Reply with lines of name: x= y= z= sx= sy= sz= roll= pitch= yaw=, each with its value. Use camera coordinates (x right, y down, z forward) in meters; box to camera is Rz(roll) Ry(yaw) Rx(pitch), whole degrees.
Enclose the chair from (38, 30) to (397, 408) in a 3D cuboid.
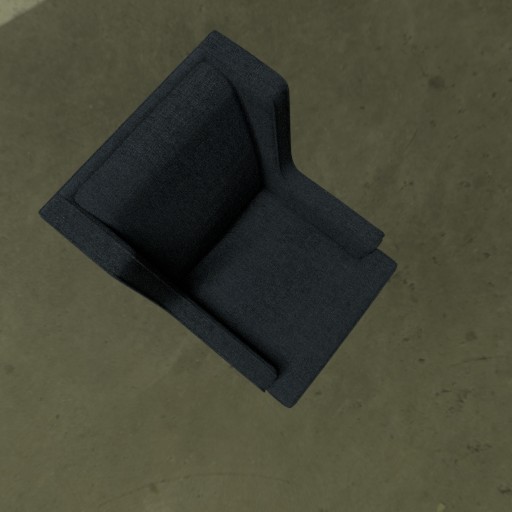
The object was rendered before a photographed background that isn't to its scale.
chair: x=0.000 y=0.000 z=1.718 sx=0.947 sy=1.072 sz=0.764 roll=38 pitch=80 yaw=8
